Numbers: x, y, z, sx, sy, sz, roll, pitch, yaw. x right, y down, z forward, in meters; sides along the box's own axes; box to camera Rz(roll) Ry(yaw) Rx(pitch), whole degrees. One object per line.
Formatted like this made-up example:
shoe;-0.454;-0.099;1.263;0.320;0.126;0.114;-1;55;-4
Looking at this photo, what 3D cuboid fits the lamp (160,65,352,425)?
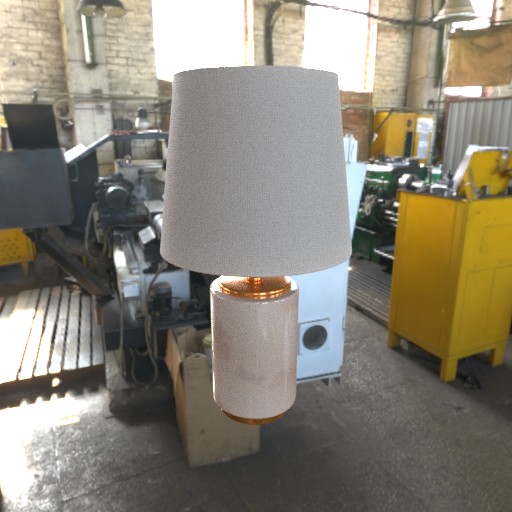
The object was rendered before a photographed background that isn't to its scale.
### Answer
lamp;0.000;0.000;0.450;0.189;0.340;0.189;0;16;0
